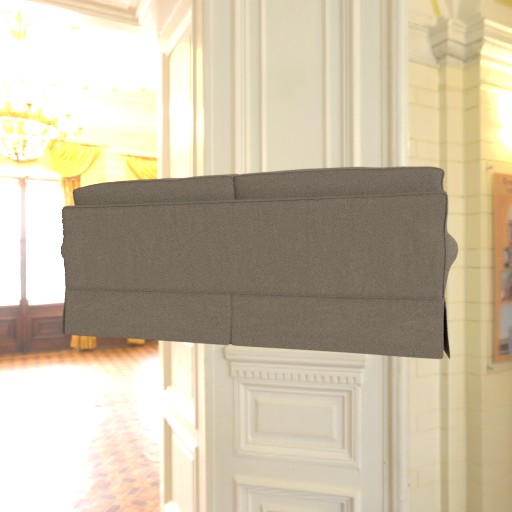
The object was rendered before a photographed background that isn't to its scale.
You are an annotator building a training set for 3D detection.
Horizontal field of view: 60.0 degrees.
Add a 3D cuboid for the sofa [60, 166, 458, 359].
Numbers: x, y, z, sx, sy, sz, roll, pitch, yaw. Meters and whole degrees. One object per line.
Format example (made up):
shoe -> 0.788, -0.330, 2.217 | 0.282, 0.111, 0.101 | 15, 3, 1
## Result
sofa -> 0.000, 0.000, 2.776 | 2.248, 0.943, 0.991 | 0, 0, 17
